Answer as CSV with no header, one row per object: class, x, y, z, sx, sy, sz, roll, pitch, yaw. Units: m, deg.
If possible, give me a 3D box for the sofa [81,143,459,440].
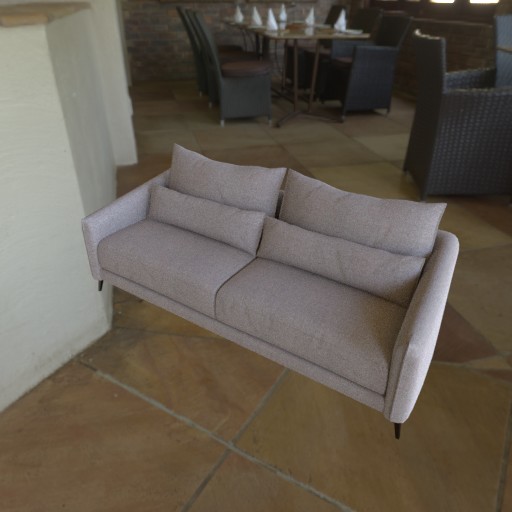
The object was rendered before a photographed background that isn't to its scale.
sofa,0.000,0.000,2.445,2.022,0.833,0.809,19,36,29
